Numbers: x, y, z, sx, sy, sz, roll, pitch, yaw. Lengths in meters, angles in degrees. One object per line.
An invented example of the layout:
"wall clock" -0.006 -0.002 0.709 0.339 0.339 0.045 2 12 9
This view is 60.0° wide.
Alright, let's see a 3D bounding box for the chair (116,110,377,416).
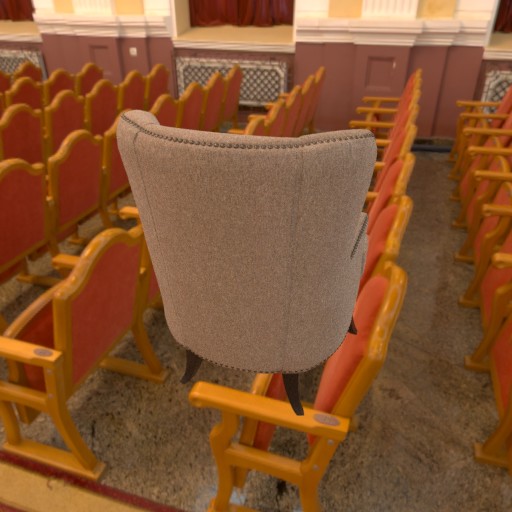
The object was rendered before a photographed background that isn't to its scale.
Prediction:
"chair" 0.000 0.000 1.609 0.759 1.060 0.758 10 32 16
